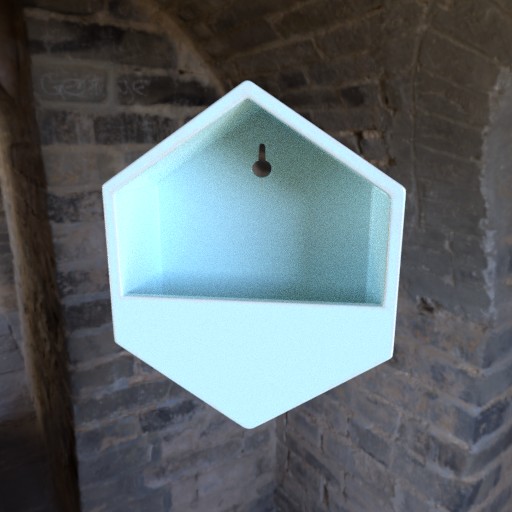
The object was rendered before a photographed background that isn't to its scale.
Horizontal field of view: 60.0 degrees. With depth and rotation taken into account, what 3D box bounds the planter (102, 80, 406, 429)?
[{"bbox_3d":[0.000,0.000,0.291,0.169,0.207,0.078,2,14,7],"label":"planter"}]
